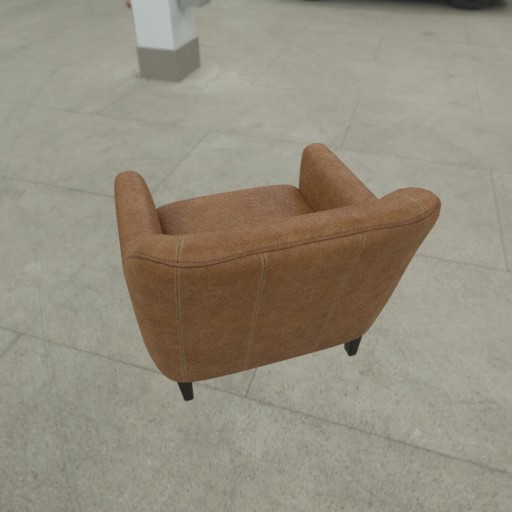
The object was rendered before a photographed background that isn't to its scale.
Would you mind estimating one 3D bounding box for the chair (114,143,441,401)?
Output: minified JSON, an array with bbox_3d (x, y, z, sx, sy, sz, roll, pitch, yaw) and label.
[{"bbox_3d":[0.000,0.000,1.833,1.037,0.980,1.034,-12,42,-13],"label":"chair"}]
